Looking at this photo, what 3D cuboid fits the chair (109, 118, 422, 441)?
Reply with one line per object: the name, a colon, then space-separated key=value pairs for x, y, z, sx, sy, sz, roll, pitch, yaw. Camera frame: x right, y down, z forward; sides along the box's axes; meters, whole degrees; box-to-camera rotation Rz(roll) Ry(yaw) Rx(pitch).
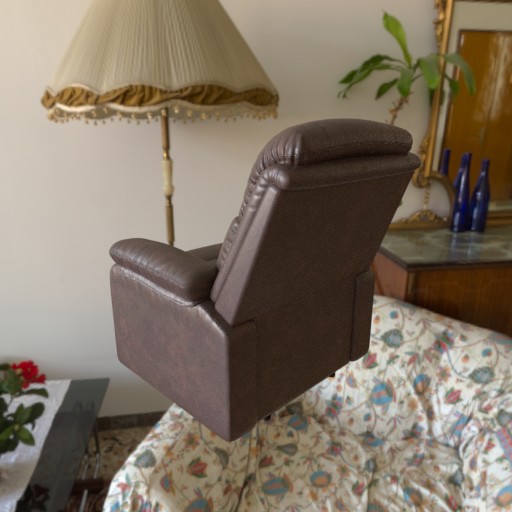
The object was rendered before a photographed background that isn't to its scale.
chair: x=0.000 y=0.000 z=1.674 sx=0.855 sy=0.992 sz=0.919 roll=-16 pitch=23 yaw=-42
